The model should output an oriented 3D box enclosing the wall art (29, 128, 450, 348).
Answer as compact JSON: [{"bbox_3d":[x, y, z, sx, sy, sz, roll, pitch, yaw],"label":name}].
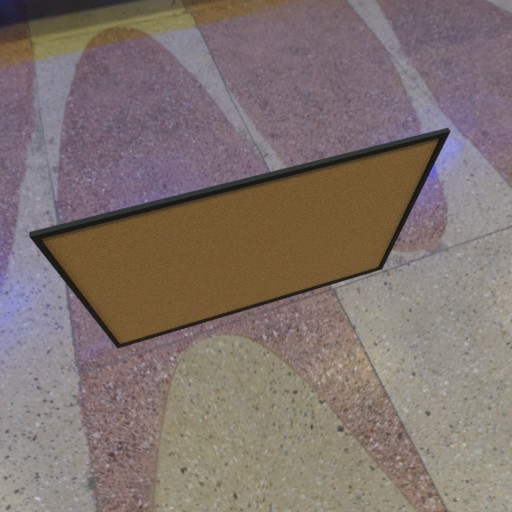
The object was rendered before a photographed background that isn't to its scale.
[{"bbox_3d":[0.000,0.000,1.256,0.963,0.665,0.013,-16,60,-9],"label":"wall art"}]
